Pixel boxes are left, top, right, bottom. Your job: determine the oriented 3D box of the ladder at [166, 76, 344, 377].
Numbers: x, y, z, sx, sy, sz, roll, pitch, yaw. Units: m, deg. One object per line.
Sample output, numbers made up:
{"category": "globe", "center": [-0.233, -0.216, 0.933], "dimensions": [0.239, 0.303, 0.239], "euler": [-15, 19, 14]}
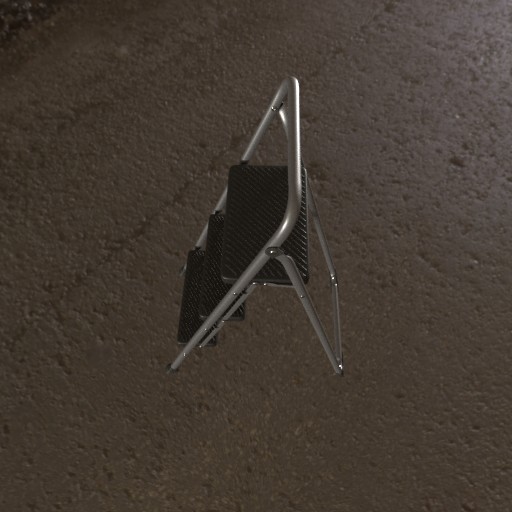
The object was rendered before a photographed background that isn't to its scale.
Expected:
{"category": "ladder", "center": [0.000, 0.000, 1.262], "dimensions": [0.629, 0.945, 0.430], "euler": [2, 59, 1]}
